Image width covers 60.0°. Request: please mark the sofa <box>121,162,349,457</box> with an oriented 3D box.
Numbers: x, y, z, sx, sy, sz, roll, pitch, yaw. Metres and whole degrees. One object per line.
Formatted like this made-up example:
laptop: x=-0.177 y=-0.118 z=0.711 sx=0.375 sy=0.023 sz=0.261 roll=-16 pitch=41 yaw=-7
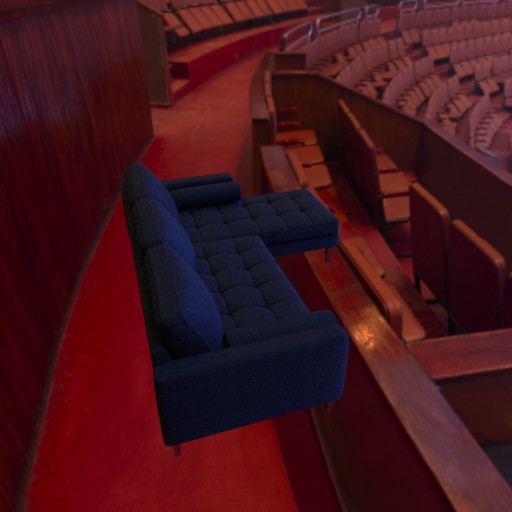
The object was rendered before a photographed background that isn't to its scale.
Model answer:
sofa: x=0.000 y=0.000 z=3.022 sx=1.613 sy=0.841 sz=2.185 roll=-10 pitch=34 yaw=-15
